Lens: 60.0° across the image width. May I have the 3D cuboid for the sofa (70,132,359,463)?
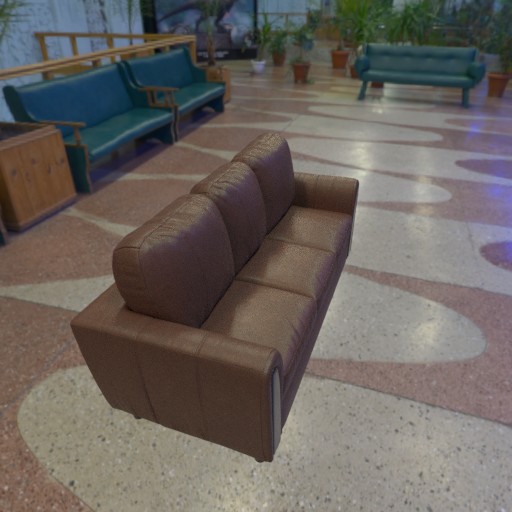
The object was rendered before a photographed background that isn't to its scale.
[{"bbox_3d":[0.000,0.000,2.331,0.802,0.915,1.862,11,32,17],"label":"sofa"}]
